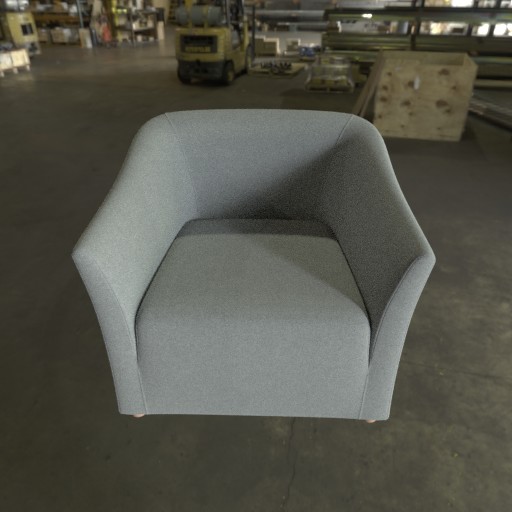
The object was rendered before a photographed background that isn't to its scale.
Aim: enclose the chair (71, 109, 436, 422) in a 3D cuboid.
[{"bbox_3d":[0.000,0.000,1.346,0.790,0.720,0.700,1,31,1],"label":"chair"}]
